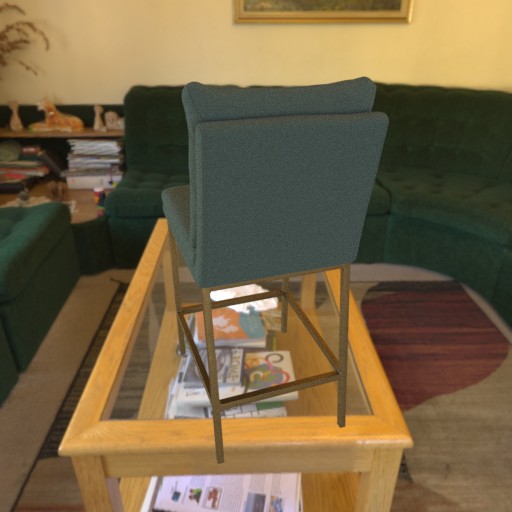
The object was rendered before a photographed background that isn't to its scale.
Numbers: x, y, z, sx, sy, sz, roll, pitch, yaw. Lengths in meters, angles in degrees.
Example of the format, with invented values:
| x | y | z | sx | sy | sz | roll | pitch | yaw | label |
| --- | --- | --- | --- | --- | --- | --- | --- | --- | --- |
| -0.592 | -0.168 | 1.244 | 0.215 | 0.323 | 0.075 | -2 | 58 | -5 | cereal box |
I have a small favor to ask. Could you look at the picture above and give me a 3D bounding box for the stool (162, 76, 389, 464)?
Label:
| x | y | z | sx | sy | sz | roll | pitch | yaw | label |
| --- | --- | --- | --- | --- | --- | --- | --- | --- | --- |
| 0.000 | 0.000 | 1.335 | 0.463 | 1.032 | 0.568 | -9 | 29 | -17 | stool |
